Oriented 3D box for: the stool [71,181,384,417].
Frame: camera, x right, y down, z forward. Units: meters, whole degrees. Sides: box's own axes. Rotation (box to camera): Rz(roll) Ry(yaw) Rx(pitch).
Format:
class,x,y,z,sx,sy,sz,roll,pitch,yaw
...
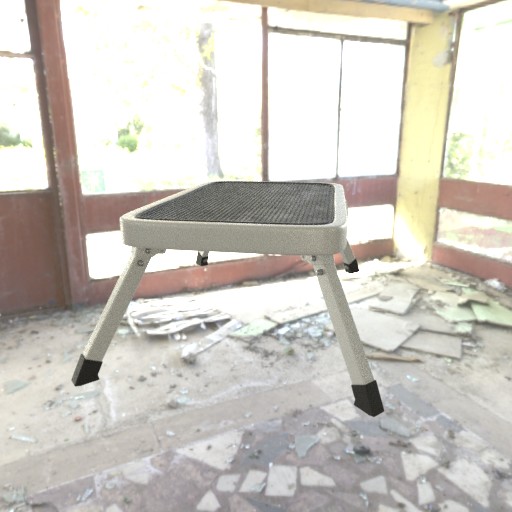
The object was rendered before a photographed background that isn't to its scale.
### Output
class,x,y,z,sx,sy,sz,roll,pitch,yaw
stool,0.000,0.000,0.628,0.320,0.170,0.460,3,16,9
